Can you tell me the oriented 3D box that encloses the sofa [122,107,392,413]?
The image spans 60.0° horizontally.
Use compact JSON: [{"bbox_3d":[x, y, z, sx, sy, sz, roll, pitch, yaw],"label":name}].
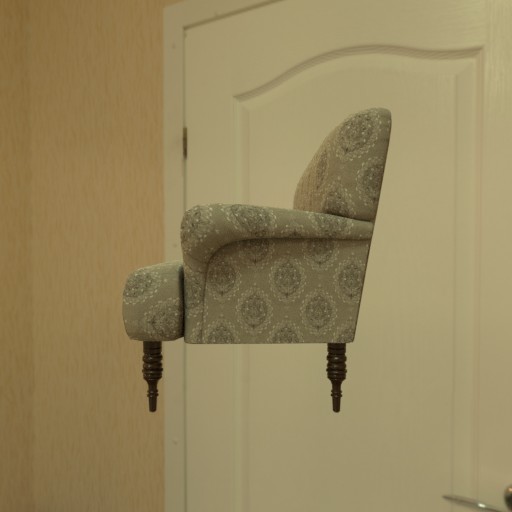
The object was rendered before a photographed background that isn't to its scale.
[{"bbox_3d":[0.000,0.000,1.828,0.779,0.889,1.297,0,1,0],"label":"sofa"}]
